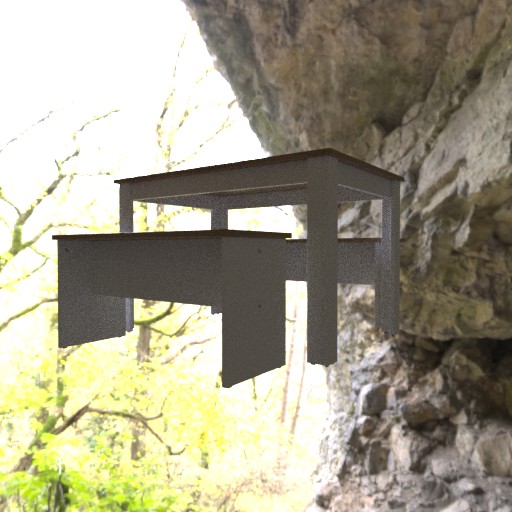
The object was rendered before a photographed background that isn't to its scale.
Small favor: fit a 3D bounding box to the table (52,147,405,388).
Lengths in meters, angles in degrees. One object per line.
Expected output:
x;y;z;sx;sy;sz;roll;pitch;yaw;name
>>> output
0.000;0.000;2.009;1.100;0.700;1.443;1;1;36;table
